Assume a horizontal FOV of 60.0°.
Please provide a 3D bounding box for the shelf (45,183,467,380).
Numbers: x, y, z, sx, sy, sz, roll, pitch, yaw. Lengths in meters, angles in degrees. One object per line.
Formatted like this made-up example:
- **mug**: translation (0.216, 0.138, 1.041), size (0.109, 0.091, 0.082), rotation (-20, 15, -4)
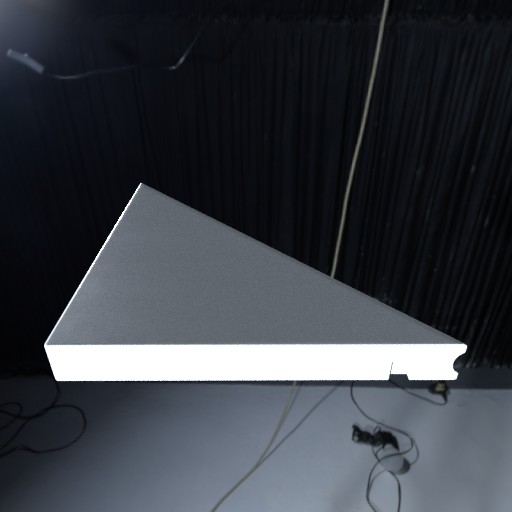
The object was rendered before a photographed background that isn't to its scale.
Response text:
- **shelf**: translation (0.000, 0.000, 0.442), size (0.296, 0.035, 0.296), rotation (0, 32, 0)
